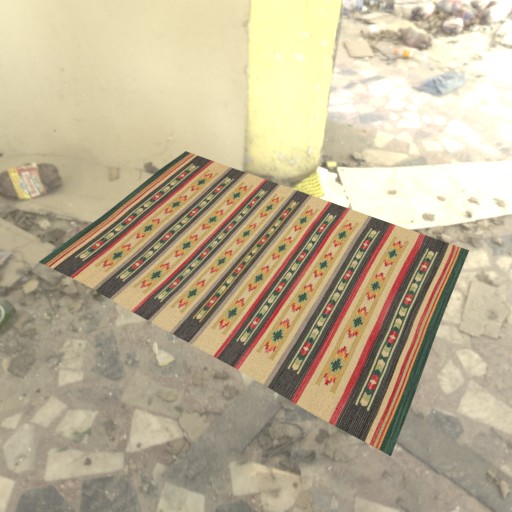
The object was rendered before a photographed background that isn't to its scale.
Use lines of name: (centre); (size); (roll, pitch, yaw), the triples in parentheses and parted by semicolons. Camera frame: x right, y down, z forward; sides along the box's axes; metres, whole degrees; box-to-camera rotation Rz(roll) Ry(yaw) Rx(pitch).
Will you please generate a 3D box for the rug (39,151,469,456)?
rug: (0.000, 0.000, 2.833); (2.311, 0.010, 1.522); (23, 49, 22)
